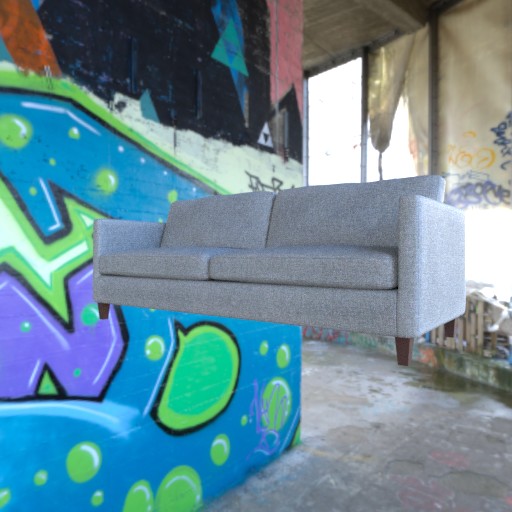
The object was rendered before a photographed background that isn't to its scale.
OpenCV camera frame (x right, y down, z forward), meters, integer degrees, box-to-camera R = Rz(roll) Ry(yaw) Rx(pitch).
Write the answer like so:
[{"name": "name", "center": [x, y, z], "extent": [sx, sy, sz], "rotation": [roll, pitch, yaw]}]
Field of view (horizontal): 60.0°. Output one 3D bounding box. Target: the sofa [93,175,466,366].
[{"name": "sofa", "center": [0.000, 0.000, 2.973], "extent": [2.434, 0.951, 0.948], "rotation": [0, 1, 37]}]
